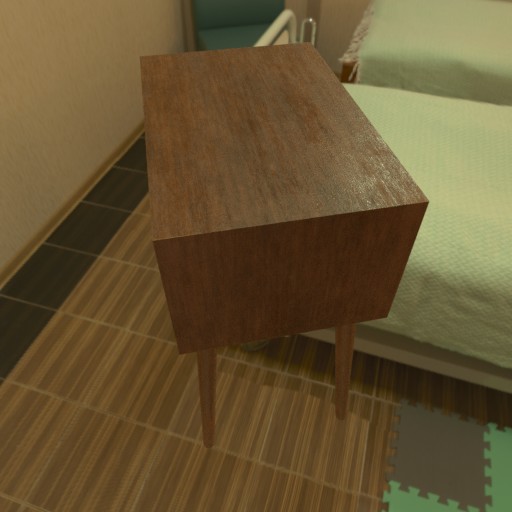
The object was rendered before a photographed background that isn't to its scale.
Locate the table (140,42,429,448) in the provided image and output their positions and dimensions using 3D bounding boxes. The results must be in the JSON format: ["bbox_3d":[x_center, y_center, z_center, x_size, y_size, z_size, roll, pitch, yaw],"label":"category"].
[{"bbox_3d":[0.000,0.000,0.829,0.307,0.580,0.454,-9,47,-8],"label":"table"}]
